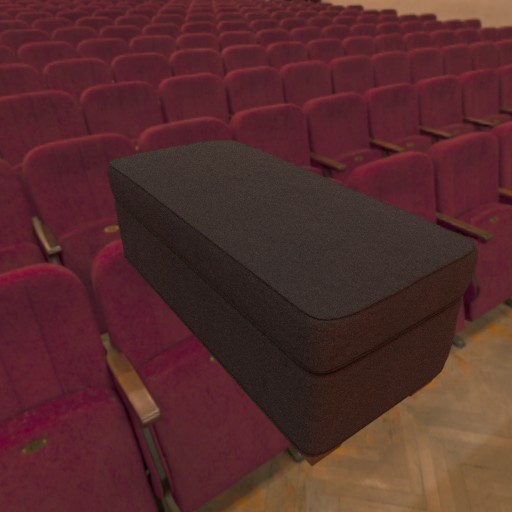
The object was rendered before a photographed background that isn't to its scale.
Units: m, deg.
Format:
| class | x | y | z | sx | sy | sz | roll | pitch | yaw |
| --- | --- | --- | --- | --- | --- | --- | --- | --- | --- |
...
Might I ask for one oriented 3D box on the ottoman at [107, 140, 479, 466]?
| class | x | y | z | sx | sy | sz | roll | pitch | yaw |
| --- | --- | --- | --- | --- | --- | --- | --- | --- | --- |
| ottoman | 0.000 | 0.000 | 1.359 | 0.515 | 0.460 | 1.110 | -20 | 36 | -30 |
